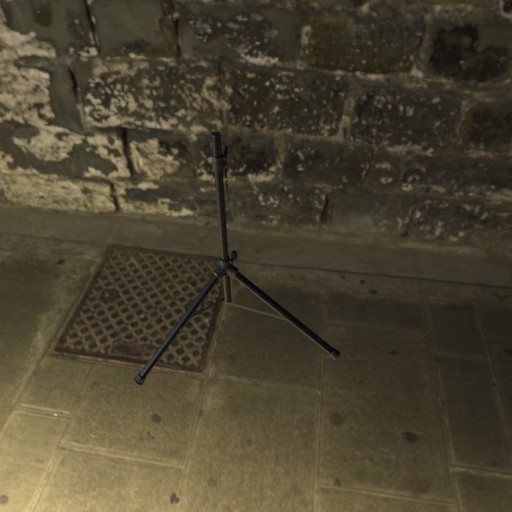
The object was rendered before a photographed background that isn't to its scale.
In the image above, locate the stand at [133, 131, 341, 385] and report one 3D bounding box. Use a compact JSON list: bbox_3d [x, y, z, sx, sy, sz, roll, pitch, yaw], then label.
[{"bbox_3d":[0.000,0.000,1.949,0.907,1.136,1.045,17,48,16],"label":"stand"}]
